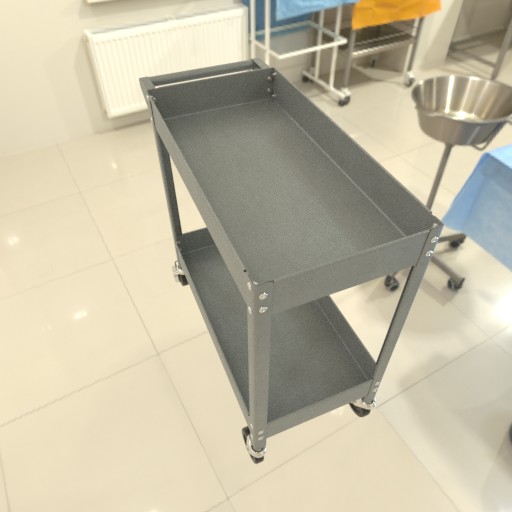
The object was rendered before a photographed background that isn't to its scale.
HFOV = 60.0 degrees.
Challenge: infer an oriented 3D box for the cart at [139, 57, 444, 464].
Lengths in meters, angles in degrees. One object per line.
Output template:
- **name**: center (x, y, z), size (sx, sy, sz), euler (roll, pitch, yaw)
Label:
- **cart**: center (0.000, 0.000, 1.169), size (0.366, 0.719, 0.779), euler (-17, 48, -16)
